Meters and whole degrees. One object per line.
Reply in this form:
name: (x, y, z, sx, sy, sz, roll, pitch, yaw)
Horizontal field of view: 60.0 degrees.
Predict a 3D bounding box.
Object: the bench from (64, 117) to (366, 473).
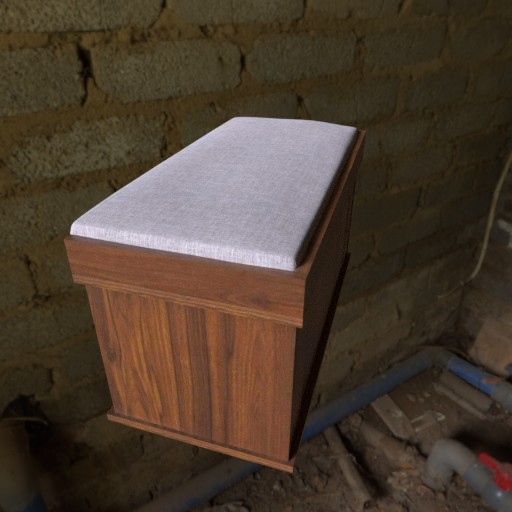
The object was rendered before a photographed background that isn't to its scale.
bench: (0.000, 0.000, 0.989, 0.362, 0.461, 0.734, 9, 32, 15)
